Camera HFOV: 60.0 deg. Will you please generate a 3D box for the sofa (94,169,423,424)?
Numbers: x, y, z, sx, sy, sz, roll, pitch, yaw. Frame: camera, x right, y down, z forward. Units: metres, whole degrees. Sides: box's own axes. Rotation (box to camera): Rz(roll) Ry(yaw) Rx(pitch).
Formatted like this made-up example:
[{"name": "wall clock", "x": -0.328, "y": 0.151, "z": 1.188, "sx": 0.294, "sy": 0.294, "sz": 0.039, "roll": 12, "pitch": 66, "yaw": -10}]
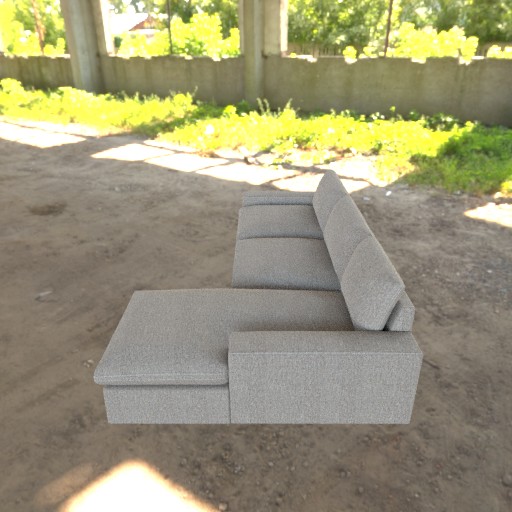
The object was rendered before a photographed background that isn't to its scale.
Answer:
[{"name": "sofa", "x": 0.000, "y": 0.000, "z": 3.486, "sx": 1.689, "sy": 0.813, "sz": 2.718, "roll": 0, "pitch": 26, "yaw": 0}]
